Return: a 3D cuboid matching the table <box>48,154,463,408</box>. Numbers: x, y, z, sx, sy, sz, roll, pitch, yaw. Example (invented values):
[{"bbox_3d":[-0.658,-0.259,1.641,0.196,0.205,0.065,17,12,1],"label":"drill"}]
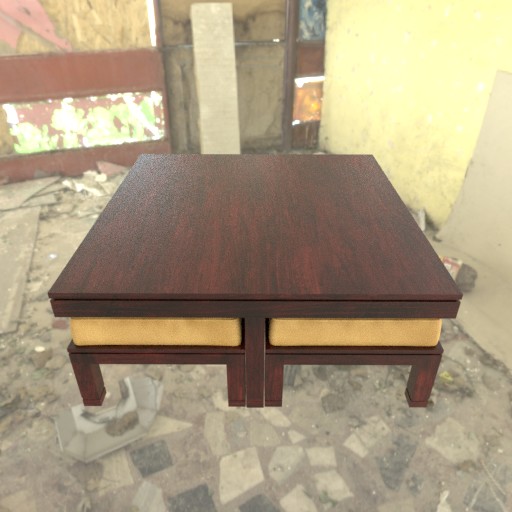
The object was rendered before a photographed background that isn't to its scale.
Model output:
[{"bbox_3d":[0.000,0.000,1.382,0.865,0.356,0.865,0,32,0],"label":"table"}]
